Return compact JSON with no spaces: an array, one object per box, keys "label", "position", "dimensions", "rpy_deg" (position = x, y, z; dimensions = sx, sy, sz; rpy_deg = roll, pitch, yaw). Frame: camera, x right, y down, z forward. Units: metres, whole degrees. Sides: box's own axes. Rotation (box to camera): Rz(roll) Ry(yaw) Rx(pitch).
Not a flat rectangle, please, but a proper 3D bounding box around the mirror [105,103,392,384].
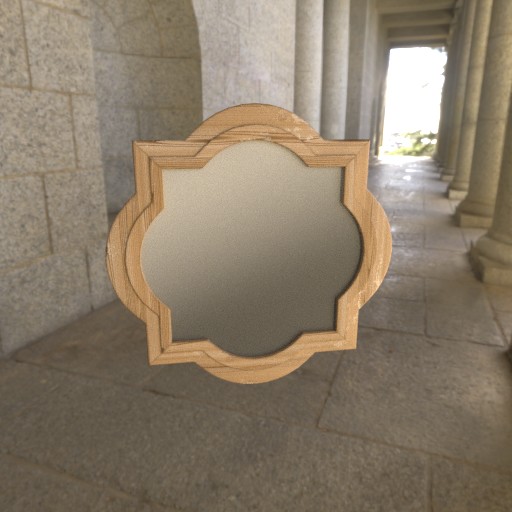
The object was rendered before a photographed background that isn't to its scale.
[{"label":"mirror","position":[0.000,0.000,1.078],"dimensions":[0.686,0.686,0.019],"rpy_deg":[-3,16,-9]}]
